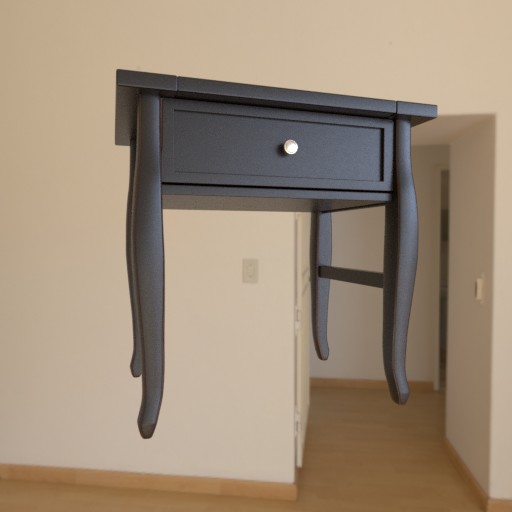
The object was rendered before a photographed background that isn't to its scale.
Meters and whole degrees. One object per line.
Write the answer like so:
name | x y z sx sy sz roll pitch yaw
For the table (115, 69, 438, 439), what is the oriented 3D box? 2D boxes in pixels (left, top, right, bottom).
table | 0.000 0.000 1.006 0.602 0.604 0.460 -1 2 -18
